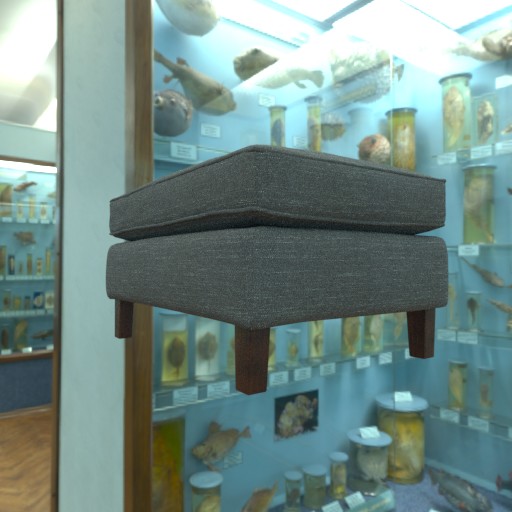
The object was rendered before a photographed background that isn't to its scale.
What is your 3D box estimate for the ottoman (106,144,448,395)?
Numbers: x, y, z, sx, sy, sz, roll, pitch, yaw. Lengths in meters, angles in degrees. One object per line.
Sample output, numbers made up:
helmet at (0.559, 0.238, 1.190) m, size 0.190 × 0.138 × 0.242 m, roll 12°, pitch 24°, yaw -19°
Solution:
ottoman at (0.000, 0.000, 0.998) m, size 0.508 × 0.406 × 0.686 m, roll 1°, pitch -1°, yaw -35°
